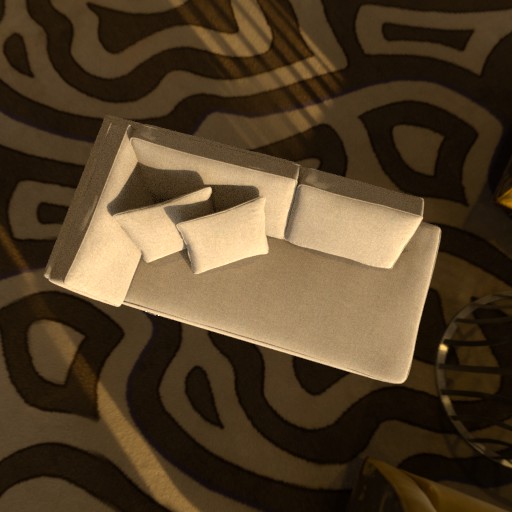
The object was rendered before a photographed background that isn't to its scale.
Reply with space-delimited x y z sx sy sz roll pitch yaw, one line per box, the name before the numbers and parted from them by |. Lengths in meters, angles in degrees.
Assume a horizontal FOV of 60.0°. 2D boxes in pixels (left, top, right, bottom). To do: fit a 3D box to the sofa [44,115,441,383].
sofa | 0.000 0.000 2.847 2.238 1.019 1.110 16 78 3
